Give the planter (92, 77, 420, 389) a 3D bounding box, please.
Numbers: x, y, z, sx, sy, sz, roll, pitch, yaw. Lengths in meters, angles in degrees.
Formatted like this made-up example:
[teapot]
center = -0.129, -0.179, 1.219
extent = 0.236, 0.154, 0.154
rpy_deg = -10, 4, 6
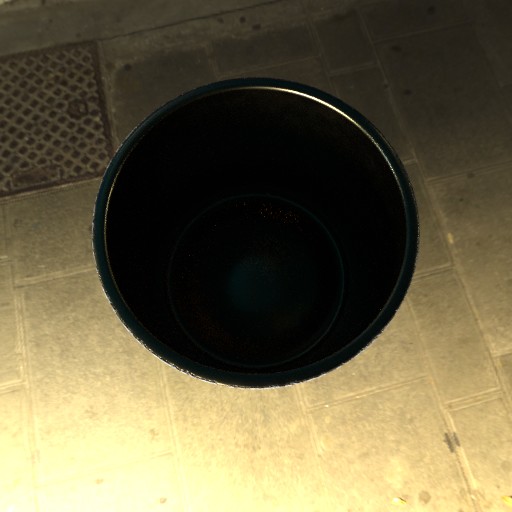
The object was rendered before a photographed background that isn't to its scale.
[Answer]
[planter]
center = 0.000, 0.000, 0.388
extent = 0.221, 0.201, 0.221
rpy_deg = 0, 75, 0
